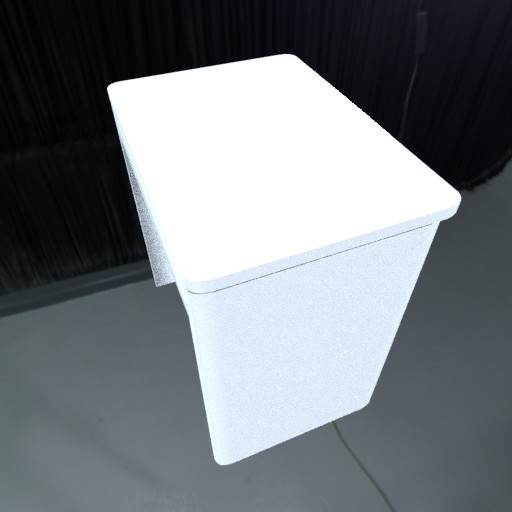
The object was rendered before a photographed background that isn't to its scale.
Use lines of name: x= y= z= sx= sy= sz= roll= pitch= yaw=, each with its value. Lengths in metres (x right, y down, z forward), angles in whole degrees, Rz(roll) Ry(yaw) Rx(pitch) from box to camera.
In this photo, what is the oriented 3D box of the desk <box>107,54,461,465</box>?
desk: x=0.000 y=0.000 z=1.287 sx=0.549 sy=0.800 sz=0.762 roll=-17 pitch=48 yaw=-16
